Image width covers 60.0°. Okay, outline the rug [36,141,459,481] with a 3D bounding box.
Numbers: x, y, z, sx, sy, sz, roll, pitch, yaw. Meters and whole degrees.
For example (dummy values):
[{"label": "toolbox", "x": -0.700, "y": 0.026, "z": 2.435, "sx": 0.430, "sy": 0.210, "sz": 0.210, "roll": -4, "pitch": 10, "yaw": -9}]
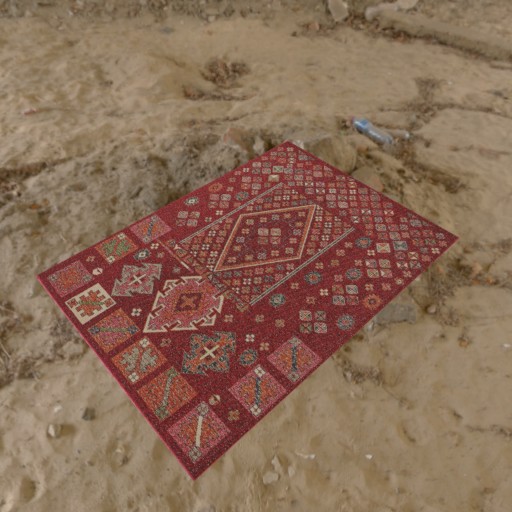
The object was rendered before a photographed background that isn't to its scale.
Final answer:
[{"label": "rug", "x": 0.000, "y": 0.000, "z": 4.232, "sx": 3.306, "sy": 0.011, "sz": 2.389, "roll": -34, "pitch": 55, "yaw": -28}]
